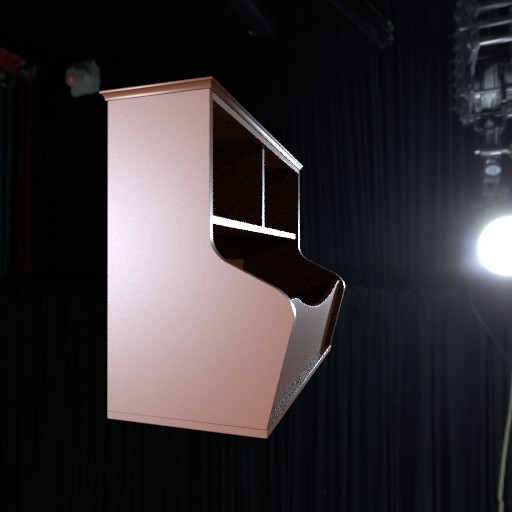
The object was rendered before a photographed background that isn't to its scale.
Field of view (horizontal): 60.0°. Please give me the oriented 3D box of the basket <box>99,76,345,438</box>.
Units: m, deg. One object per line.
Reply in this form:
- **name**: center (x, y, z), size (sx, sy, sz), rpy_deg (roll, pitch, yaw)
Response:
- **basket**: center (0.000, 0.000, 1.164), size (0.376, 0.625, 0.792), rpy_deg (0, 0, 18)
